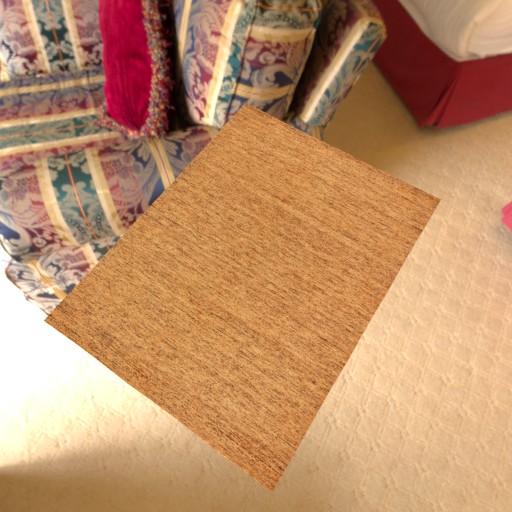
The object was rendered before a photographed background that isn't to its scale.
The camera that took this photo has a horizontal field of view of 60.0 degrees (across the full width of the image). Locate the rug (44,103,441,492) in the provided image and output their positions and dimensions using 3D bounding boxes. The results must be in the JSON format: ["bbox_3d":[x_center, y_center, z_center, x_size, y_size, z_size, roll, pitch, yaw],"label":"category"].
[{"bbox_3d":[0.000,0.000,4.265,2.438,0.012,3.200,31,67,15],"label":"rug"}]
